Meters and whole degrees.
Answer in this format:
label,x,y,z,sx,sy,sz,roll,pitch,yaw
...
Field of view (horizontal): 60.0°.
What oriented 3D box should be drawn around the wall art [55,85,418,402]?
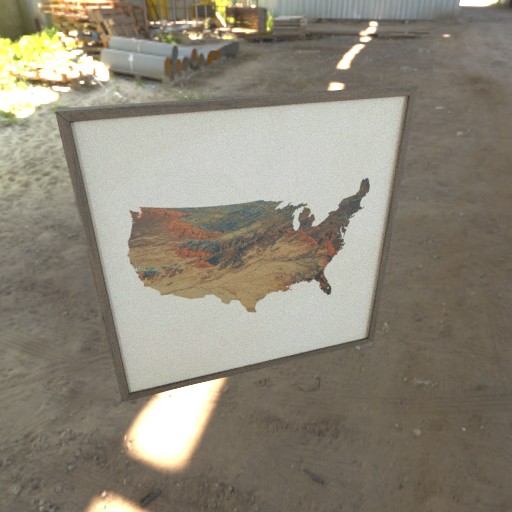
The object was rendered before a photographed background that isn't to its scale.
label,x,y,z,sx,sy,sz,roll,pitch,yaw
wall art,0.000,0.000,0.733,0.508,0.507,0.016,-10,33,-15
